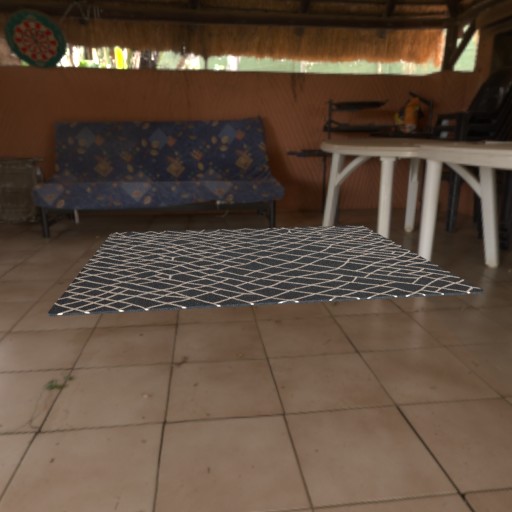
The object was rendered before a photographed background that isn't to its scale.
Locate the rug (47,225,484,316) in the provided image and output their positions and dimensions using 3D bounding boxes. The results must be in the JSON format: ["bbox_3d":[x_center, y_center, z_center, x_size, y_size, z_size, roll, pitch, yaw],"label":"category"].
[{"bbox_3d":[0.000,0.000,4.185,3.047,0.022,2.439,-2,16,-8],"label":"rug"}]
